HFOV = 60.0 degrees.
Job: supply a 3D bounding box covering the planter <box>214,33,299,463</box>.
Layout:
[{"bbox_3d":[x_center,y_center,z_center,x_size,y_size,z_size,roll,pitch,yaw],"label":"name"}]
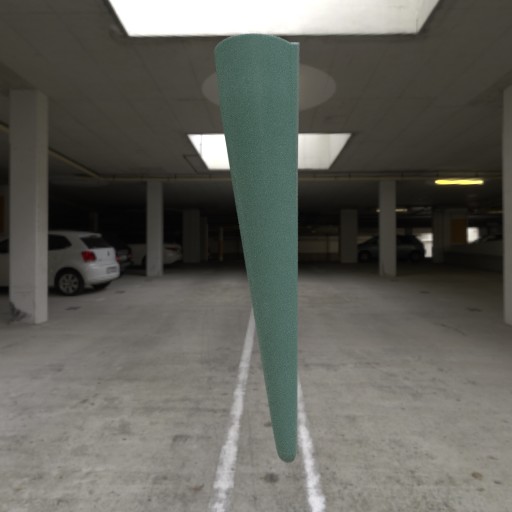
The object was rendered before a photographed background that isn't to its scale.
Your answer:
[{"bbox_3d":[0.000,0.000,0.291,0.055,0.268,0.054,0,-1,1],"label":"planter"}]
